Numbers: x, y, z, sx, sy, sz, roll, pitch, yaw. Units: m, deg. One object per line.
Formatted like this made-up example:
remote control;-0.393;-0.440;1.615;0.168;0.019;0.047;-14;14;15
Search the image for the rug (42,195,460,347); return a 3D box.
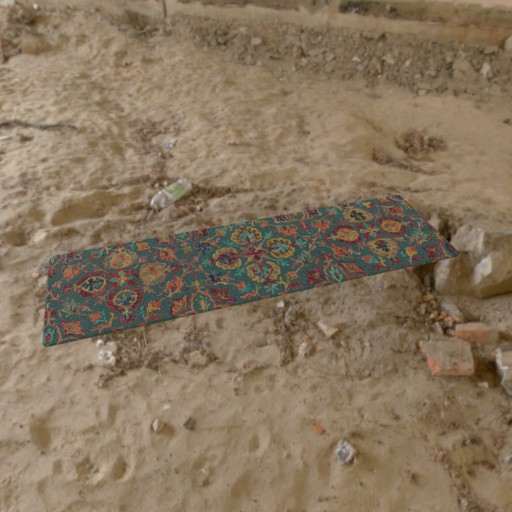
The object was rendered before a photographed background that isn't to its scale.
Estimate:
rug;0.000;0.000;2.563;2.286;0.013;0.686;-11;41;-13
